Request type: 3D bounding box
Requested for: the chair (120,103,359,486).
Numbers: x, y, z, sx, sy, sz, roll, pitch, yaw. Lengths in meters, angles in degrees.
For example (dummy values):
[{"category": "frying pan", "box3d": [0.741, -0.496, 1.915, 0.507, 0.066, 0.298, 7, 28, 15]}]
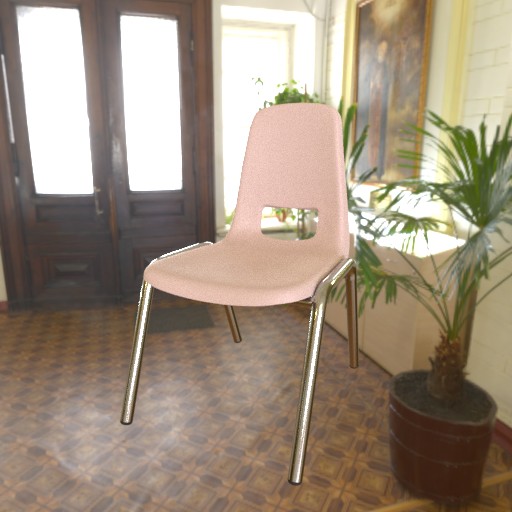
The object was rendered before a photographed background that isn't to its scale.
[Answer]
[{"category": "chair", "box3d": [0.000, 0.000, 0.848, 0.354, 0.586, 0.423, 7, 15, 26]}]
